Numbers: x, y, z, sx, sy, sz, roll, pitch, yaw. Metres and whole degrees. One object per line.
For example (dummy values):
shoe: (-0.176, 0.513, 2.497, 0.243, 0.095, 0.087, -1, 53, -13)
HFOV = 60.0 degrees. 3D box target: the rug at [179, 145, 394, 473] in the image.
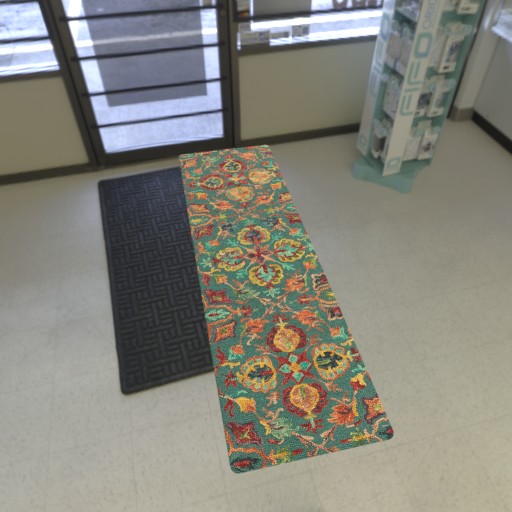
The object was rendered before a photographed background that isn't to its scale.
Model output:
rug: (0.000, 0.000, 2.550, 0.686, 0.013, 2.286, -9, 46, -8)
